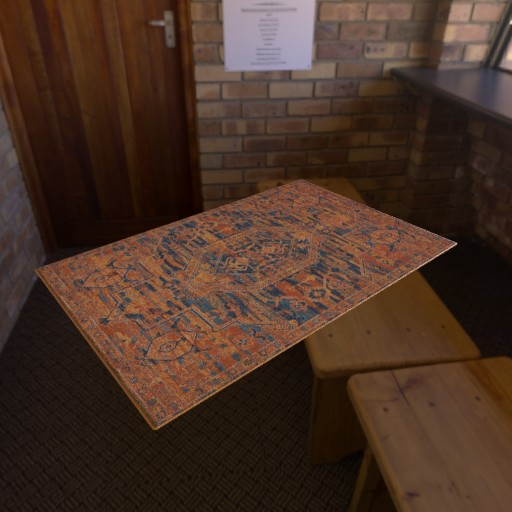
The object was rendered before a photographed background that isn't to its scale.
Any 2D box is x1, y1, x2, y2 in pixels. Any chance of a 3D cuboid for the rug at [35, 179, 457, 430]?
[{"bbox_3d":[0.000,0.000,2.189,1.758,0.013,1.148,-24,39,-33],"label":"rug"}]
